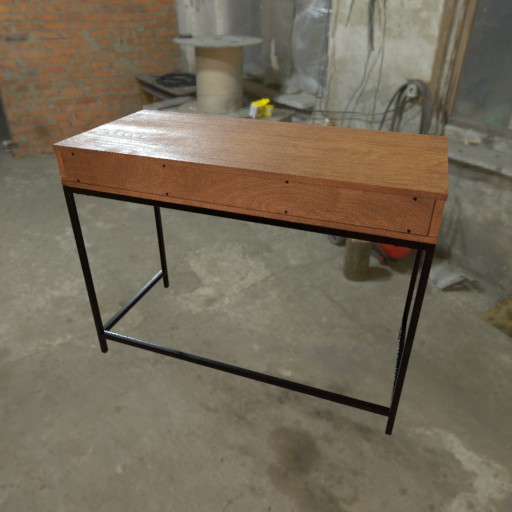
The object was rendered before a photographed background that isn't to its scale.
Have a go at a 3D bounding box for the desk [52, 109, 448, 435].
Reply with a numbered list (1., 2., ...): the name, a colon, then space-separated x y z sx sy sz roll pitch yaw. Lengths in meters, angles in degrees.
1. desk: 0.000 0.000 1.445 1.016 0.762 0.470 11 32 17
